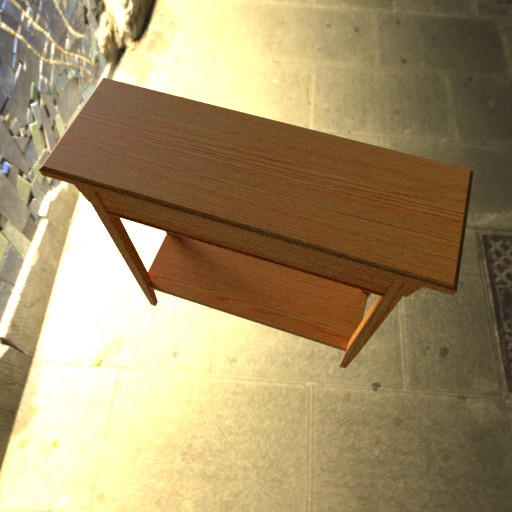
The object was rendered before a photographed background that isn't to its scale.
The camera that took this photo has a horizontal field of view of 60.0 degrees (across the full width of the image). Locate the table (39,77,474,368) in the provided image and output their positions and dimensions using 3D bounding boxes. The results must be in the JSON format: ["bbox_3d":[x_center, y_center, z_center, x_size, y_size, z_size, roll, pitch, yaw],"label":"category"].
[{"bbox_3d":[0.000,0.000,1.128,0.762,0.711,0.254,17,64,8],"label":"table"}]
